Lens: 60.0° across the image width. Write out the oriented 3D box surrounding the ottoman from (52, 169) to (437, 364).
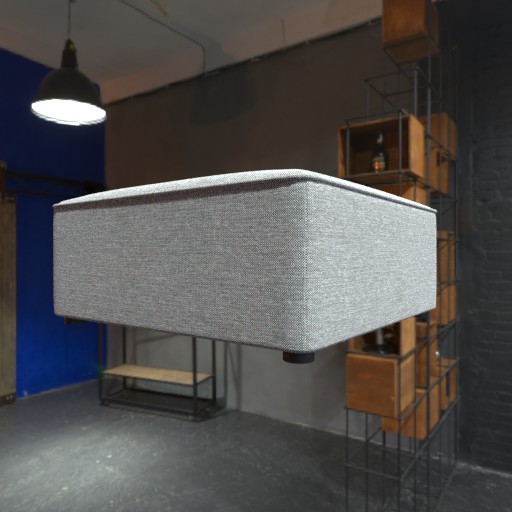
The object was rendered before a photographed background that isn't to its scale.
[{"bbox_3d":[0.000,0.000,1.589,1.005,0.455,1.005,0,0,37],"label":"ottoman"}]
